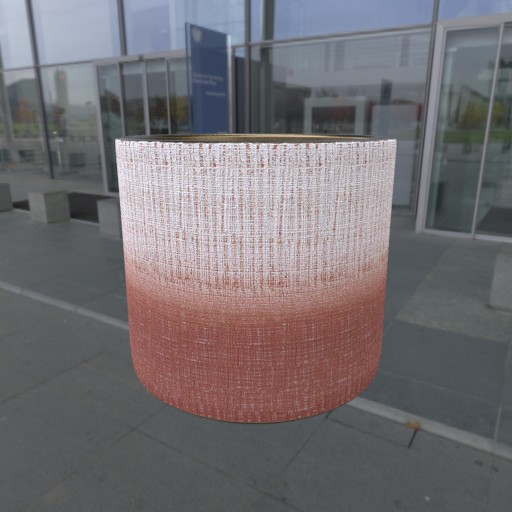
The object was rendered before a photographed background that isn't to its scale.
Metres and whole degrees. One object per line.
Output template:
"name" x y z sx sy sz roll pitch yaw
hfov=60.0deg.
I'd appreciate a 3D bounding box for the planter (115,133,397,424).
"planter" 0.000 0.000 0.384 0.221 0.201 0.221 0 17 0
